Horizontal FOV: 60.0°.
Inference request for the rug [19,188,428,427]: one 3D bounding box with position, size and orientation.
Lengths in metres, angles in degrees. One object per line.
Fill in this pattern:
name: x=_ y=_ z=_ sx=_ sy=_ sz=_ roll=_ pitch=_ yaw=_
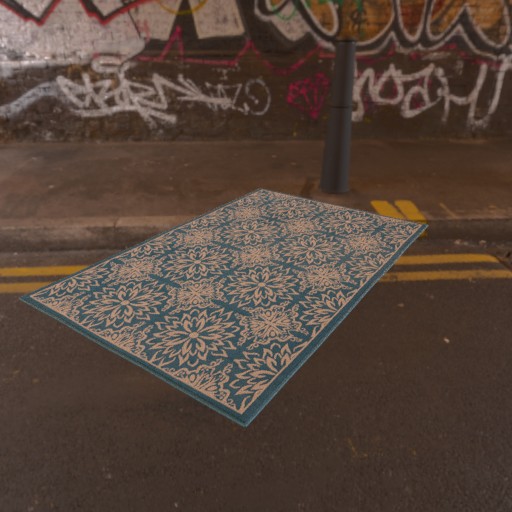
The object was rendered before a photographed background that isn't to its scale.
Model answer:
rug: x=0.000 y=0.000 z=2.263 sx=1.211 sy=0.012 sz=1.833 roll=18 pitch=32 yaw=31
